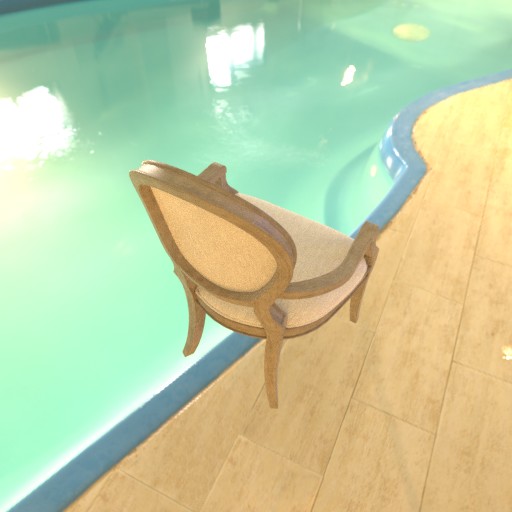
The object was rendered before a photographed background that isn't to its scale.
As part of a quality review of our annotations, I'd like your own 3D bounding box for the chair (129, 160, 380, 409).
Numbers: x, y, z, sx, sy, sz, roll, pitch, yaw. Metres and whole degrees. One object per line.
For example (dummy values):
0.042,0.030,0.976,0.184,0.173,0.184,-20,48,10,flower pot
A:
0.000,0.000,1.374,0.611,0.991,0.602,25,53,21,chair
